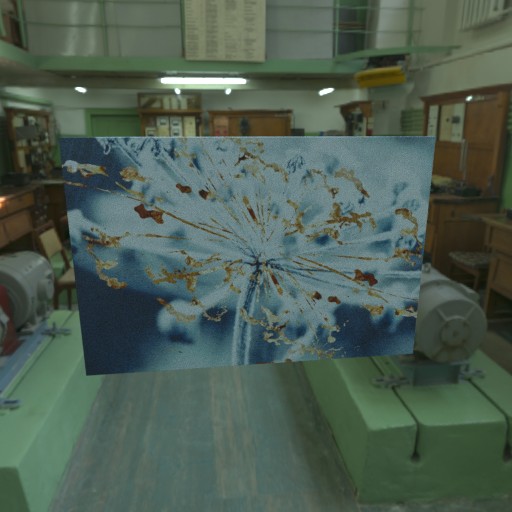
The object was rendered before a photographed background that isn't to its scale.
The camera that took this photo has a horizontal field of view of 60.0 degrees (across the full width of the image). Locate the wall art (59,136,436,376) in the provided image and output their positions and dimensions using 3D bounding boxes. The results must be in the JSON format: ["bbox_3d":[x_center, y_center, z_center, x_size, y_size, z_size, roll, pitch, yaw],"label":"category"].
[{"bbox_3d":[0.000,0.000,0.781,0.607,0.405,0.036,-2,16,-7],"label":"wall art"}]
